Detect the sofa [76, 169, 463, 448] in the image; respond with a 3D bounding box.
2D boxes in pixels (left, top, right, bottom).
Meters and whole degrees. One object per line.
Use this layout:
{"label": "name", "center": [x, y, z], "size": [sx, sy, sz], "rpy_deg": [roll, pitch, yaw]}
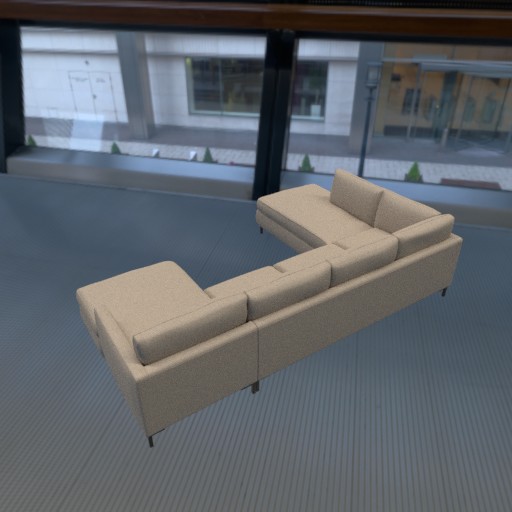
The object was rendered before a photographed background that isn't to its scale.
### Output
{"label": "sofa", "center": [0.000, 0.000, 3.607], "size": [2.737, 0.756, 1.879], "rpy_deg": [-19, 36, -28]}
